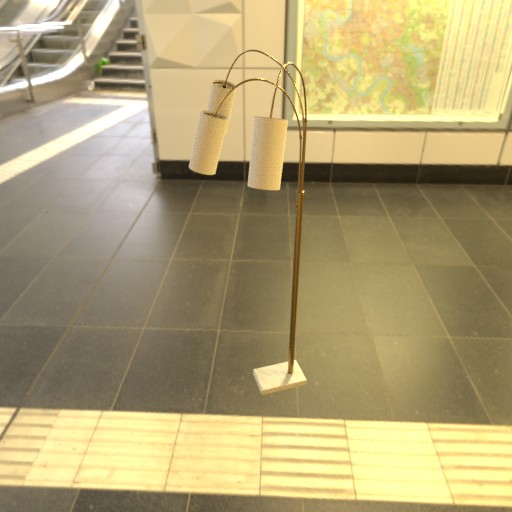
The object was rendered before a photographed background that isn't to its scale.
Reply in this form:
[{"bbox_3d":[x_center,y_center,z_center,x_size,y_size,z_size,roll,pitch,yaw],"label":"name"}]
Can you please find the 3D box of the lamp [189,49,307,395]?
[{"bbox_3d":[0.000,0.000,2.484,0.667,2.055,1.020,-9,32,-15],"label":"lamp"}]
